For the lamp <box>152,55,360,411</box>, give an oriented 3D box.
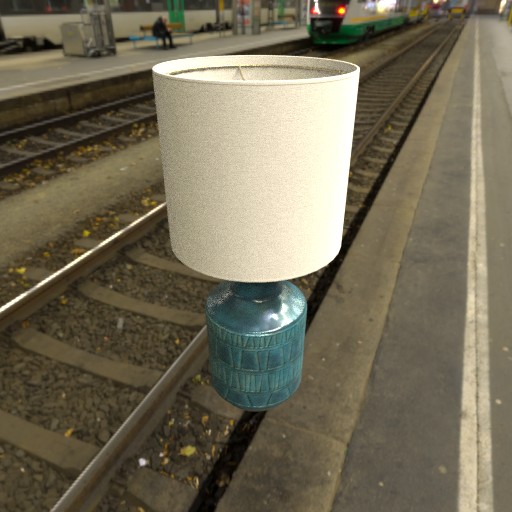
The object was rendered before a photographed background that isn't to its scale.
[{"bbox_3d":[0.000,0.000,0.572,0.211,0.455,0.211,1,30,2],"label":"lamp"}]
